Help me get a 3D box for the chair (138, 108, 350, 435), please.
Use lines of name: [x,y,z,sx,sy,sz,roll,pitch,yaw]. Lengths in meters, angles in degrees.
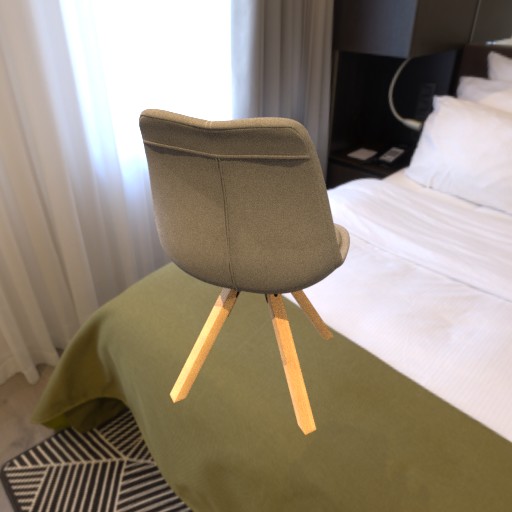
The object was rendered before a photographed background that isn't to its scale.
chair: [0.000,0.000,1.183,0.474,0.863,0.549,9,33,14]
